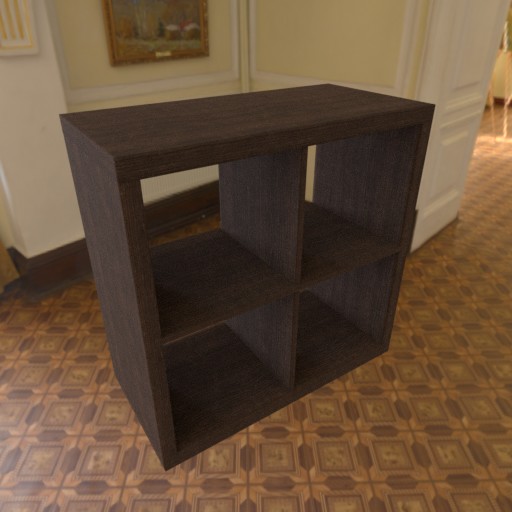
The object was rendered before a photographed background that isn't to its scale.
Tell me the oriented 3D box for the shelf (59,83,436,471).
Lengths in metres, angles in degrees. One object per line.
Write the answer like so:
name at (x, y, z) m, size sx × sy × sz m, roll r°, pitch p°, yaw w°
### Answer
shelf at (0.000, 0.000, 1.225) m, size 0.790 × 0.786 × 0.390 m, roll -18°, pitch 34°, yaw -29°
